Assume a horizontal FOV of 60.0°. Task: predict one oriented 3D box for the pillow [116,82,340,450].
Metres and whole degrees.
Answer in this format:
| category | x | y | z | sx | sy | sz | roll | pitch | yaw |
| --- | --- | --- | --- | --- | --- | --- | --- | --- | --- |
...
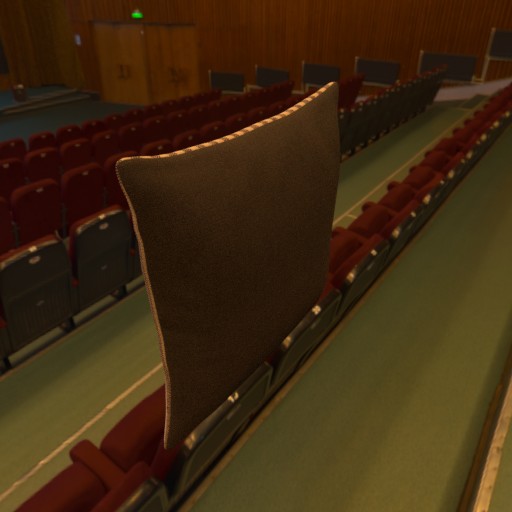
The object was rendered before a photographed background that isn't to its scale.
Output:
| category | x | y | z | sx | sy | sz | roll | pitch | yaw |
| --- | --- | --- | --- | --- | --- | --- | --- | --- | --- |
| pillow | 0.000 | 0.000 | 0.779 | 0.166 | 0.506 | 0.523 | 20 | 38 | 29 |
